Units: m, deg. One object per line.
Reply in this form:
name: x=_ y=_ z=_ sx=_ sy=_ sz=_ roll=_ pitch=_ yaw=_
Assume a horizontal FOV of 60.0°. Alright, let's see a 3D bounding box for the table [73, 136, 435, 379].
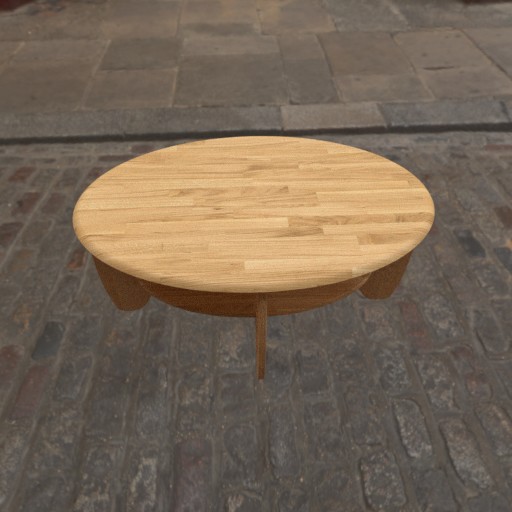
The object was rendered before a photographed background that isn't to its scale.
table: x=0.000 y=0.000 z=1.452 sx=1.040 sy=0.490 sz=0.690 roll=-2 pitch=45 yaw=-2
